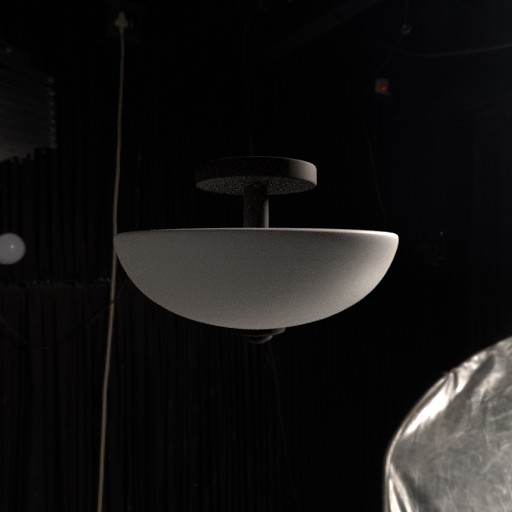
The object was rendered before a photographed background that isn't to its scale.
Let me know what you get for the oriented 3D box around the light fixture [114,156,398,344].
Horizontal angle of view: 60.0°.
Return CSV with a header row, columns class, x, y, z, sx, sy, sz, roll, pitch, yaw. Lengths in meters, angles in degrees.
class,x,y,z,sx,sy,sz,roll,pitch,yaw
light fixture,0.000,0.000,0.541,0.331,0.212,0.331,0,0,0
